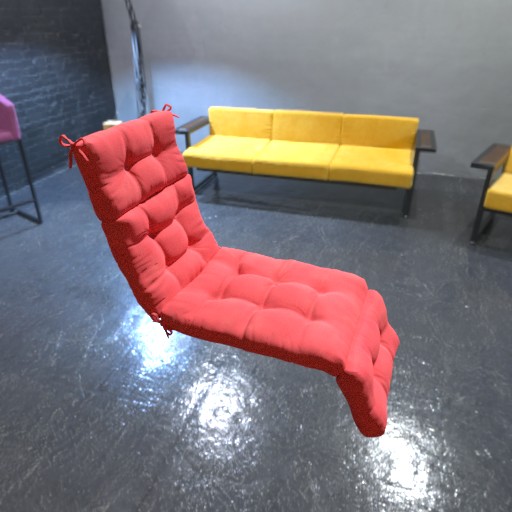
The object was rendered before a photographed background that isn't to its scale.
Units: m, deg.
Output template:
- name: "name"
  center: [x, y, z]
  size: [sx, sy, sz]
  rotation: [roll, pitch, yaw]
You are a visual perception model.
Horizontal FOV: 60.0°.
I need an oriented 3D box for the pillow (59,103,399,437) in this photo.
- name: "pillow"
  center: [0.000, 0.000, 1.497]
  size: [1.016, 0.863, 0.526]
  rotation: [10, 31, 18]
